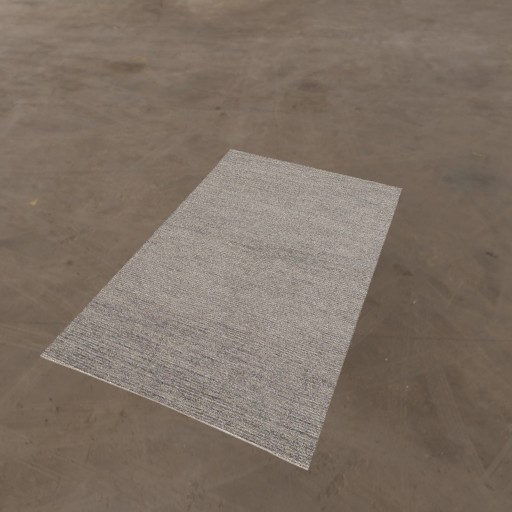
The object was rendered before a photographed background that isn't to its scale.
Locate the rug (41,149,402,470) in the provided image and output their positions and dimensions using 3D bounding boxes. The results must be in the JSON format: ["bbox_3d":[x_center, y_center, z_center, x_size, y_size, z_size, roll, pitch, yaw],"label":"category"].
[{"bbox_3d":[0.000,0.000,2.259,1.162,0.022,1.804,17,46,17],"label":"rug"}]
